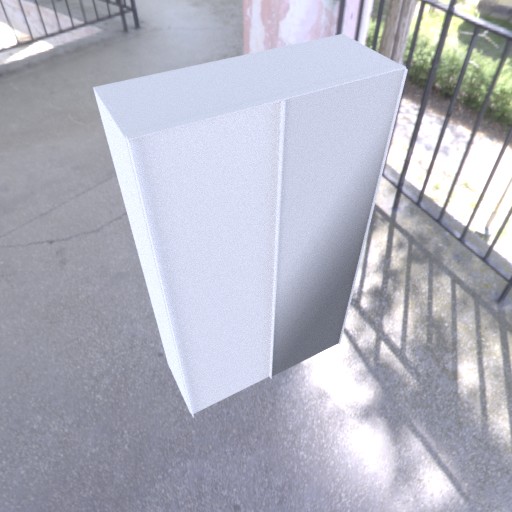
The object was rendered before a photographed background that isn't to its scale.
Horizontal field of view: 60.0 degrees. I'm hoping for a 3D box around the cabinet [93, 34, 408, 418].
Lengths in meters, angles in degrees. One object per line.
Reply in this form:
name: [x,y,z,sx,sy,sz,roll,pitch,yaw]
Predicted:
cabinet: [0.000,0.000,2.633,1.250,2.160,0.480,-21,49,-19]
